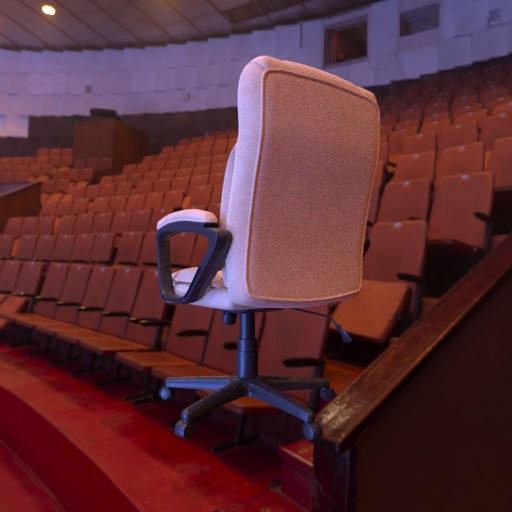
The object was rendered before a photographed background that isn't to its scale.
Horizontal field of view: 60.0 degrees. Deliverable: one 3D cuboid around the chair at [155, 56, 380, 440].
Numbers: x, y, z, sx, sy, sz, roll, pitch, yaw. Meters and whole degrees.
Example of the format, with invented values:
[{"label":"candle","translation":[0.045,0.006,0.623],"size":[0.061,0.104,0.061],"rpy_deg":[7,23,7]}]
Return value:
[{"label":"chair","translation":[0.000,0.000,1.569],"size":[0.667,1.105,0.724],"rpy_deg":[0,-1,-36]}]
